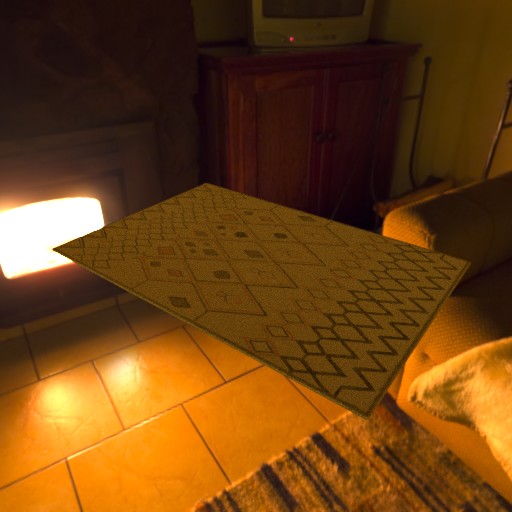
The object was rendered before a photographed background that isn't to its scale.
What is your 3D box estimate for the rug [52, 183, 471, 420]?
[{"bbox_3d":[0.000,0.000,2.317,1.829,0.016,1.219,21,36,31],"label":"rug"}]
